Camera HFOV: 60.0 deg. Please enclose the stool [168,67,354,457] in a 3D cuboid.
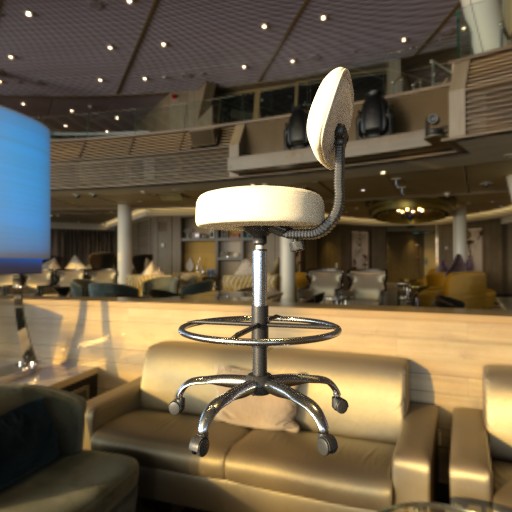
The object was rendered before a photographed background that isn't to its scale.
[{"bbox_3d":[0.000,0.000,1.444,0.616,1.080,0.609,0,-1,17],"label":"stool"}]
